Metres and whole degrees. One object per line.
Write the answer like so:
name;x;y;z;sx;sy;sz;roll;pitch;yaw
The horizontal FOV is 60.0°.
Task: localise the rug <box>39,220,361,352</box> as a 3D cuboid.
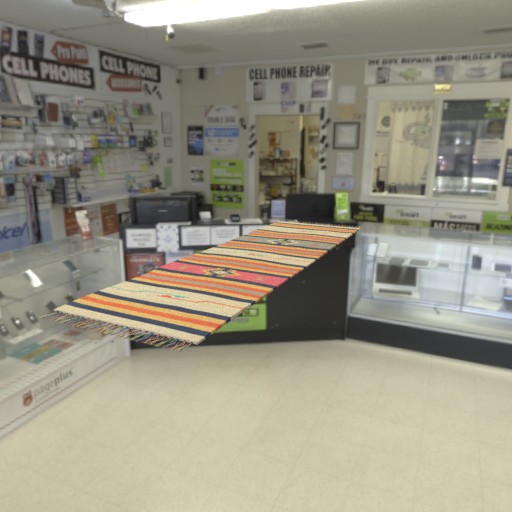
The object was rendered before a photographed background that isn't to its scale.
rug;0.000;0.000;2.647;0.695;0.017;2.455;7;16;26
